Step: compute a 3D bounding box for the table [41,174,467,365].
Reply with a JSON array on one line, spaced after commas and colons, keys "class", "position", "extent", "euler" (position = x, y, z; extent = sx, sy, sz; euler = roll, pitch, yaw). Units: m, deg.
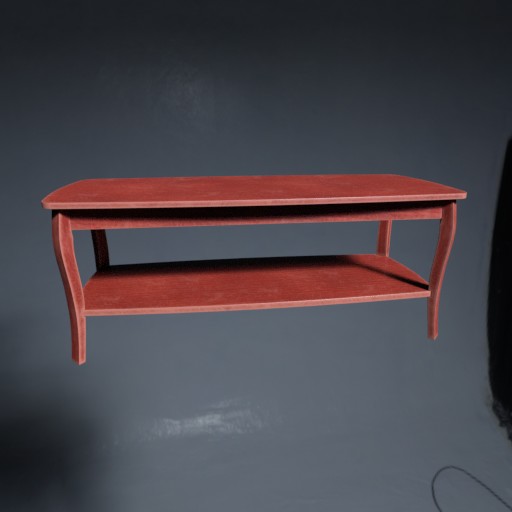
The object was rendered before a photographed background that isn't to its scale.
[{"class": "table", "position": [0.000, 0.000, 1.495], "extent": [1.216, 0.473, 0.561], "euler": [-2, 17, -8]}]
